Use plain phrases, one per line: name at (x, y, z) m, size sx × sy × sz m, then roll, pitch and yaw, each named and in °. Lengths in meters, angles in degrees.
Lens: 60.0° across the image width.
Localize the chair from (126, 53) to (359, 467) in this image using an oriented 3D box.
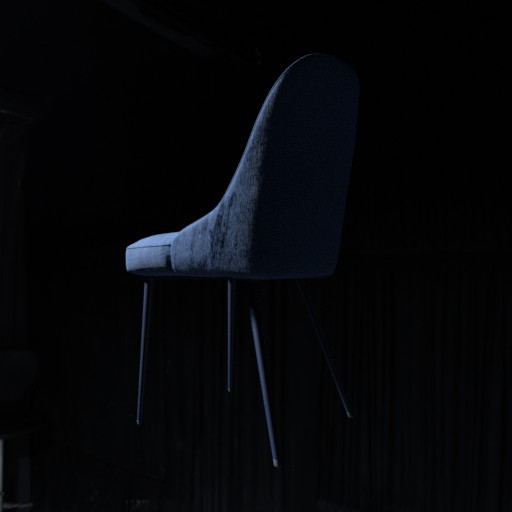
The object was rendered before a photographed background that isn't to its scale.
chair at (0.000, 0.000, 1.212) m, size 0.559 × 0.896 × 0.478 m, roll -1°, pitch -2°, yaw 36°
